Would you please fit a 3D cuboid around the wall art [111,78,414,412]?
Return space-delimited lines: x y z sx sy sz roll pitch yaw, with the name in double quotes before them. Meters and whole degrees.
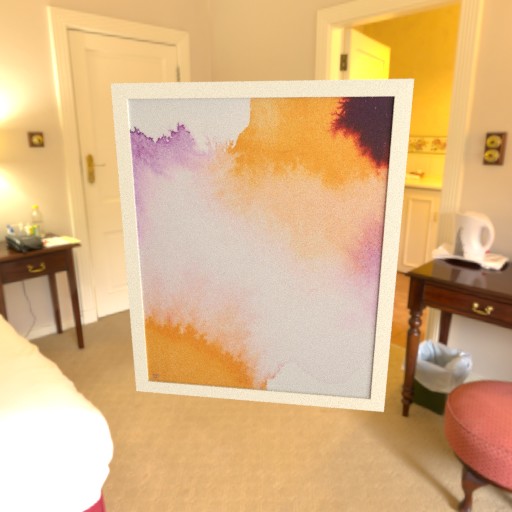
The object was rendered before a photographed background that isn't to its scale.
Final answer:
"wall art" 0.000 0.000 0.621 0.382 0.456 0.013 2 16 8
